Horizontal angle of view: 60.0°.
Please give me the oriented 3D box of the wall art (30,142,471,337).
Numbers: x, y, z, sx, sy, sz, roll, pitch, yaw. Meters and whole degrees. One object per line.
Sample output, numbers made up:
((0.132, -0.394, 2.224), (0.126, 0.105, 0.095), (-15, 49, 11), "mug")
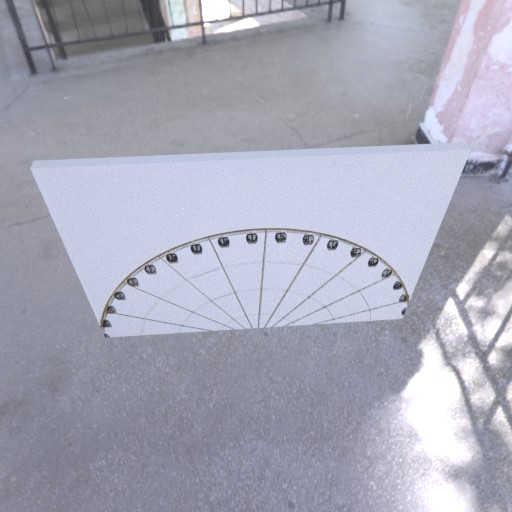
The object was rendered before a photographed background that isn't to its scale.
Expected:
((0.000, 0.000, 1.436), (1.144, 0.767, 0.038), (-3, 46, -3), "wall art")
